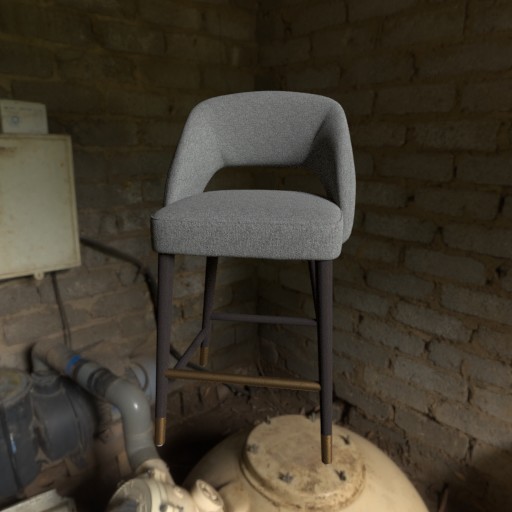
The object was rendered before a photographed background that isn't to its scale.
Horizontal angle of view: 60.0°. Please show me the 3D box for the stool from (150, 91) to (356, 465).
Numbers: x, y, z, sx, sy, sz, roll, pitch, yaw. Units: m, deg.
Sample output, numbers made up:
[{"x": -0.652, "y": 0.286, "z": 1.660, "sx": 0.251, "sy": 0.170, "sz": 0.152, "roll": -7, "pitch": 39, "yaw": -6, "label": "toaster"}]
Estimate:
[{"x": 0.000, "y": 0.000, "z": 1.263, "sx": 0.536, "sy": 0.925, "sz": 0.524, "roll": 2, "pitch": 16, "yaw": 9, "label": "stool"}]
